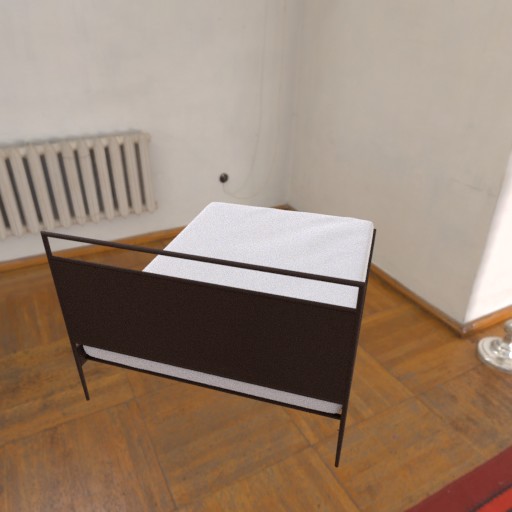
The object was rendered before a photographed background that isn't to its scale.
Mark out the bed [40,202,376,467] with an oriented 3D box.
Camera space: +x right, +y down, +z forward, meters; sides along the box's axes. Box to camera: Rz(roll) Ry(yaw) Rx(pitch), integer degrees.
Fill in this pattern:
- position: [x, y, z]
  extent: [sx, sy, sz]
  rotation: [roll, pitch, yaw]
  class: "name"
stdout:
- position: [0.000, 0.000, 3.142]
  extent: [1.572, 1.173, 2.122]
  rotation: [9, 31, 15]
  class: "bed"
